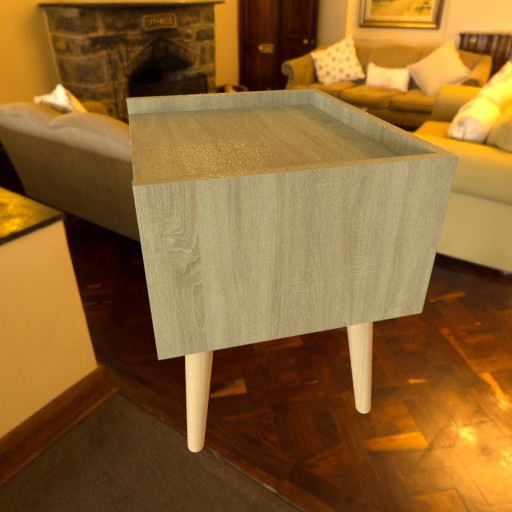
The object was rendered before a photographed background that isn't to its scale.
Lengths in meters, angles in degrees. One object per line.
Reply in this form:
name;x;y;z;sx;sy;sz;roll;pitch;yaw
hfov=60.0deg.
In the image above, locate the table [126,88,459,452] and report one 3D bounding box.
table;0.000;0.000;0.782;0.370;0.470;0.450;-8;31;-13
